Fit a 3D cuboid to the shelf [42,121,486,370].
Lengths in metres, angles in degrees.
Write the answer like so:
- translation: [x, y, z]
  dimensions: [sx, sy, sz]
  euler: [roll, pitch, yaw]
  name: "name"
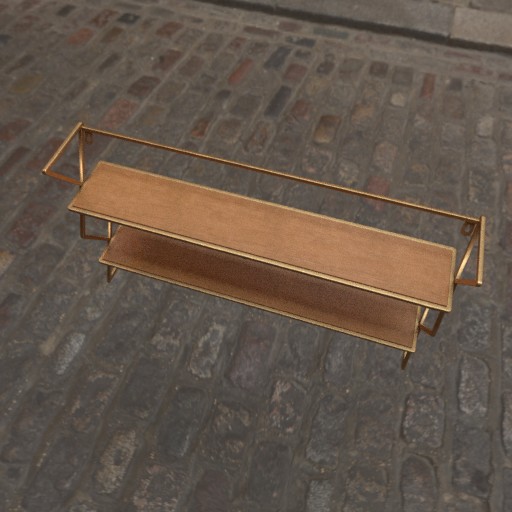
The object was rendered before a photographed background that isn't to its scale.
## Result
- translation: [0.000, 0.000, 1.016]
  dimensions: [0.822, 0.450, 0.150]
  euler: [15, 59, 9]
  name: "shelf"
